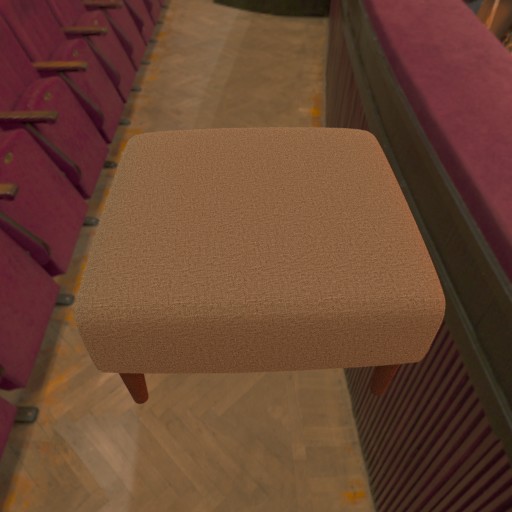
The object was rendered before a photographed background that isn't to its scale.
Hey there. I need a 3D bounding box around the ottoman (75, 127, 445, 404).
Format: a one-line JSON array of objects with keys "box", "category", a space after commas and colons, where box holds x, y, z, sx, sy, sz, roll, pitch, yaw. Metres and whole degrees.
[{"box": [0.000, 0.000, 1.080, 0.650, 0.398, 0.649, -1, 45, -2], "category": "ottoman"}]
